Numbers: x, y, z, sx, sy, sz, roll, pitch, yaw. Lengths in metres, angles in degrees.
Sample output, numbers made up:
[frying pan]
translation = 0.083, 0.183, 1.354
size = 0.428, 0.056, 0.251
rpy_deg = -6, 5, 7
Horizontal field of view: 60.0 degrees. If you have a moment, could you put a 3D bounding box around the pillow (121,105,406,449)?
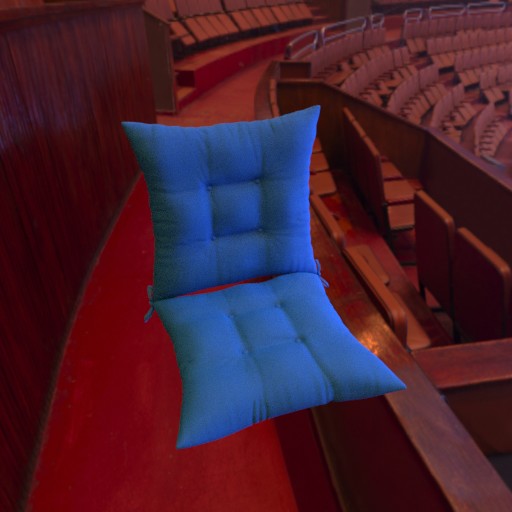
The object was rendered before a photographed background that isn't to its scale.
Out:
[pillow]
translation = 0.000, 0.000, 1.025
size = 0.541, 0.536, 0.585
rpy_deg = -9, 33, -15
